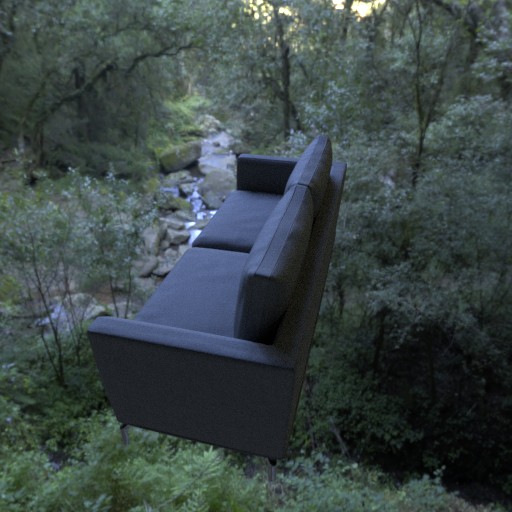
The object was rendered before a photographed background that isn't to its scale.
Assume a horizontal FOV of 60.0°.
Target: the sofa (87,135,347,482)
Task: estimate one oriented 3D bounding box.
[{"bbox_3d":[0.000,0.000,2.690,0.869,1.002,2.212,8,33,12],"label":"sofa"}]
